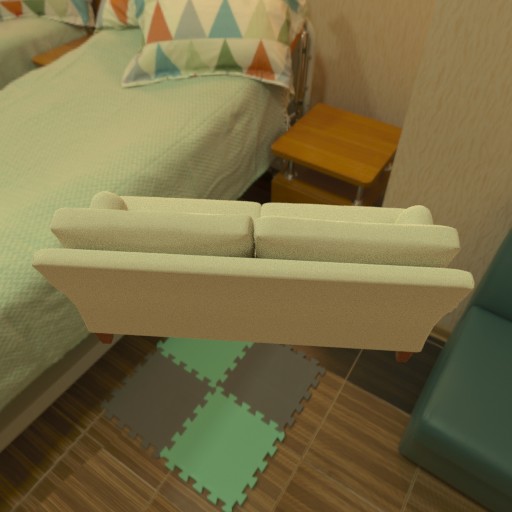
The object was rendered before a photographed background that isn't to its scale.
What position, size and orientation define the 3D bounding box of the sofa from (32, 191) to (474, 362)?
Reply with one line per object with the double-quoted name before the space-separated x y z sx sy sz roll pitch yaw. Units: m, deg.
"sofa" 0.000 0.000 2.749 2.159 1.087 1.086 3 47 3
